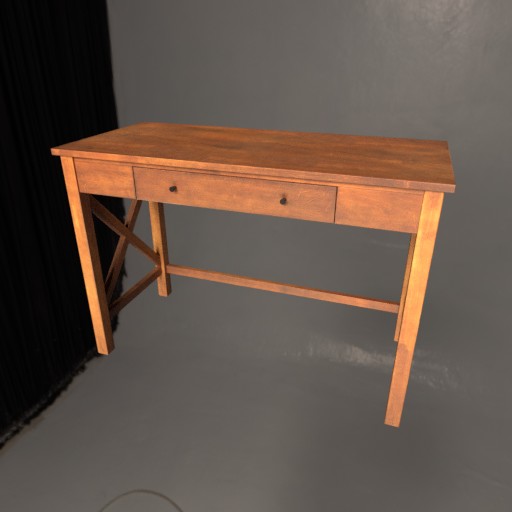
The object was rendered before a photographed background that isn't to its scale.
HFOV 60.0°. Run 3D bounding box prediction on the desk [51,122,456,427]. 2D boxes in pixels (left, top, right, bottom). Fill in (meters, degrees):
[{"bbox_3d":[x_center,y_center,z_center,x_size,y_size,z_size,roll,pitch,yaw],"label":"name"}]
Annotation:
[{"bbox_3d":[0.000,0.000,1.531,1.117,0.762,0.508,9,27,17],"label":"desk"}]
